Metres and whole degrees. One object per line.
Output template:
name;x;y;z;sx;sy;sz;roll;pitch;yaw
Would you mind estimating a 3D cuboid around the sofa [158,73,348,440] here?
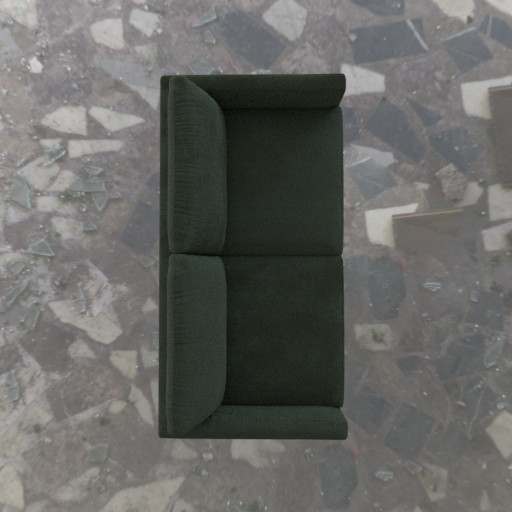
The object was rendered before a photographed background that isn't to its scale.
sofa;0.000;0.000;2.203;0.875;0.817;1.676;0;88;1
